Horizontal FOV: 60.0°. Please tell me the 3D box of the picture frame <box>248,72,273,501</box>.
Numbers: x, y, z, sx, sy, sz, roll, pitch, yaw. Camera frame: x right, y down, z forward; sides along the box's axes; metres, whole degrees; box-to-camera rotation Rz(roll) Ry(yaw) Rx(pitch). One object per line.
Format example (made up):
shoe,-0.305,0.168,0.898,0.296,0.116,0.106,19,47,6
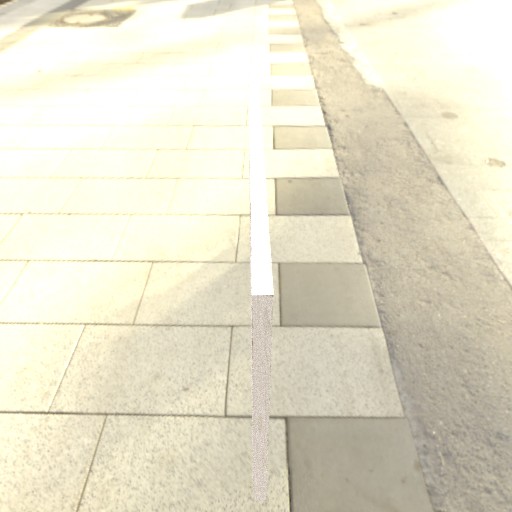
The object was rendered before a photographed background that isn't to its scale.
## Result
picture frame,0.000,0.000,1.159,0.029,0.640,0.950,-1,39,-1
